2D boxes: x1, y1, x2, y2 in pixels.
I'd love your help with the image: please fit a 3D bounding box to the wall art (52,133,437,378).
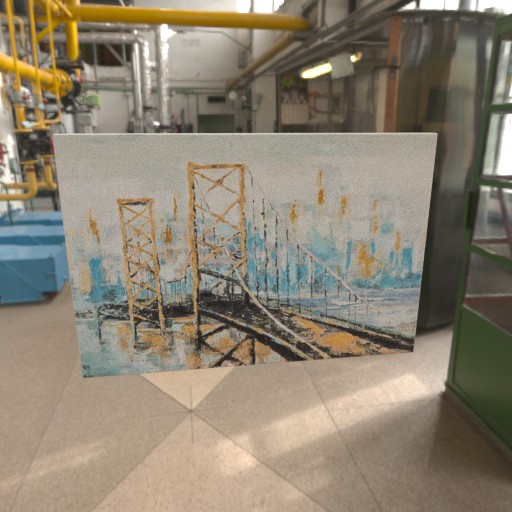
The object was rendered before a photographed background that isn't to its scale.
[{"bbox_3d":[0.000,0.000,1.143,0.913,0.609,0.038,-2,16,-8],"label":"wall art"}]
